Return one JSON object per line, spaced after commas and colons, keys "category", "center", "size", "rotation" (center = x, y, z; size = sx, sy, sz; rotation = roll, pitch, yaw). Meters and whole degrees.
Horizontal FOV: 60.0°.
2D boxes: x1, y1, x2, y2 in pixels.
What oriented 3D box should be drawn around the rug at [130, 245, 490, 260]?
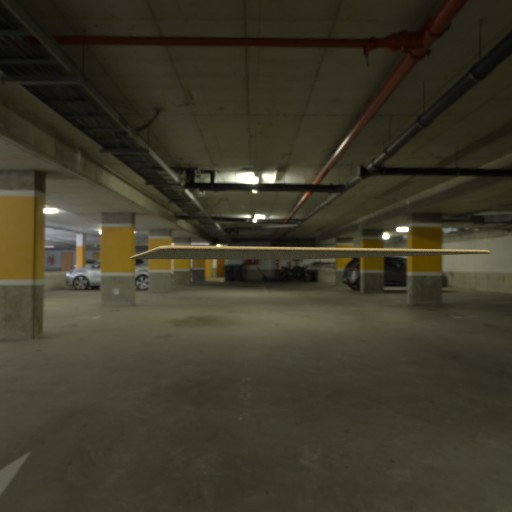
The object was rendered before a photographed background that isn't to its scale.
{"category": "rug", "center": [0.000, 0.000, 2.064], "size": [1.062, 0.013, 1.667], "rotation": [0, -1, -18]}
